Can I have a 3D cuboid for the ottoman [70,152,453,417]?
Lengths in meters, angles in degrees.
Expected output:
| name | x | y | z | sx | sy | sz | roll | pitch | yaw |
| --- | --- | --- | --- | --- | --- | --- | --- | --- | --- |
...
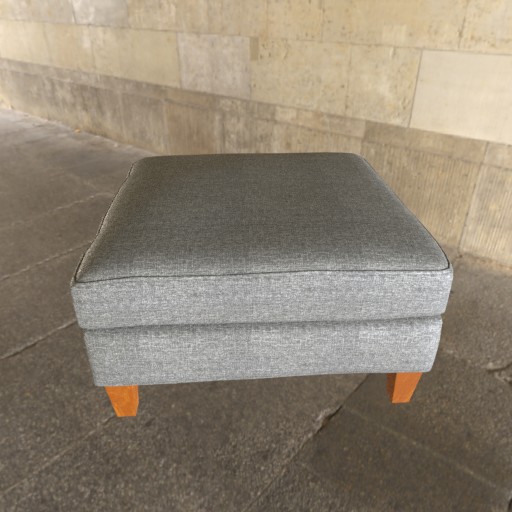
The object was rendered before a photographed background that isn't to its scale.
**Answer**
| name | x | y | z | sx | sy | sz | roll | pitch | yaw |
| --- | --- | --- | --- | --- | --- | --- | --- | --- | --- |
| ottoman | 0.000 | 0.000 | 1.359 | 0.838 | 0.481 | 0.838 | -2 | 30 | -3 |
